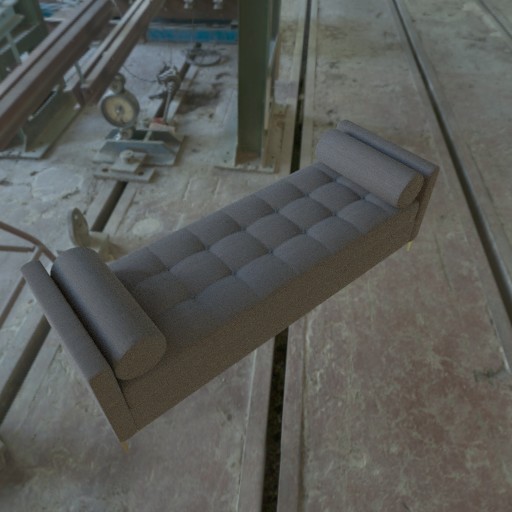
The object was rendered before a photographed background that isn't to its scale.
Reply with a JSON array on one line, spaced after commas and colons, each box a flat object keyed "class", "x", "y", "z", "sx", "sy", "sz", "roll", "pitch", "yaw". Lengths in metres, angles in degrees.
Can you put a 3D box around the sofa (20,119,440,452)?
[{"class": "sofa", "x": 0.000, "y": 0.000, "z": 2.295, "sx": 1.981, "sy": 0.635, "sz": 0.686, "roll": -30, "pitch": 52, "yaw": -27}]
